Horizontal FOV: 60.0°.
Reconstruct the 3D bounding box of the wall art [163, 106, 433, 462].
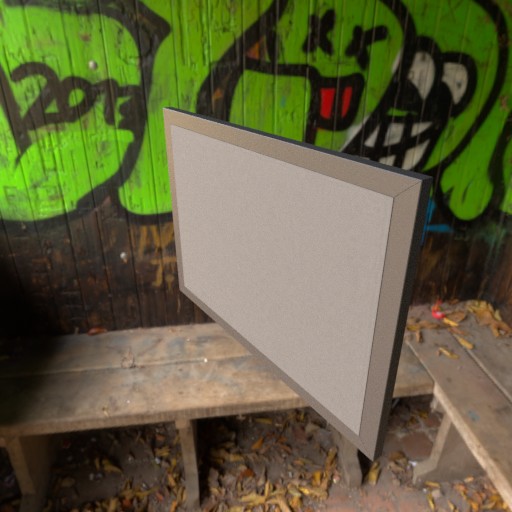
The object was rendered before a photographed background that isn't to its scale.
[{"bbox_3d":[0.000,0.000,0.555,0.016,0.306,0.432,-19,32,-32],"label":"wall art"}]
